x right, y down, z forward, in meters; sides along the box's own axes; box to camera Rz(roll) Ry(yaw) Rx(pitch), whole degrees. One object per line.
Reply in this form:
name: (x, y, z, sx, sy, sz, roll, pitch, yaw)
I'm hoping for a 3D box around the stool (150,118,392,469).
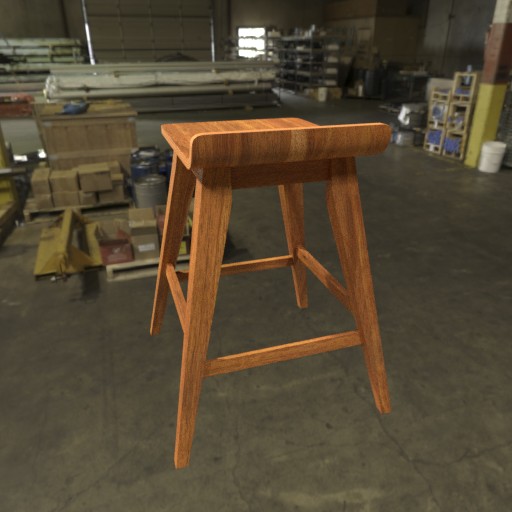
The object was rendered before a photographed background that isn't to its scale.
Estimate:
stool: (0.000, 0.000, 1.035, 0.500, 0.650, 0.500, -8, 27, -16)
